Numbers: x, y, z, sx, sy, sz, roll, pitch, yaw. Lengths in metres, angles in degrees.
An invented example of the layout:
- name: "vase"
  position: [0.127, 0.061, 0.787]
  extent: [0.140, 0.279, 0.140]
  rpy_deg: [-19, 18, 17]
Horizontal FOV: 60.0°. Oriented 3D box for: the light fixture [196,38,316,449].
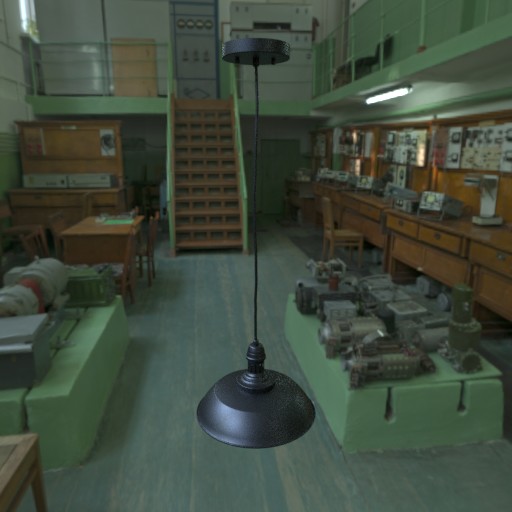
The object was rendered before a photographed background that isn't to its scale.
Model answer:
- name: "light fixture"
  position: [0.000, 0.000, 1.136]
  extent: [0.331, 0.993, 0.331]
  rpy_deg: [-2, 14, -9]
